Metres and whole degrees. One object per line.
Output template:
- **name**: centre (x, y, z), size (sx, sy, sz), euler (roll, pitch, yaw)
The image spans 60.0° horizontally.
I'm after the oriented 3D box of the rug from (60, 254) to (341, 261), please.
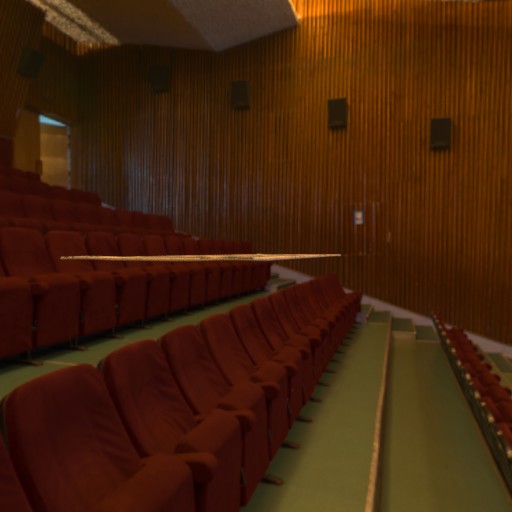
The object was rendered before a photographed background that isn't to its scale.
- **rug**: centre (0.000, 0.000, 2.492), size (0.692, 0.017, 2.301), euler (0, 1, 17)
